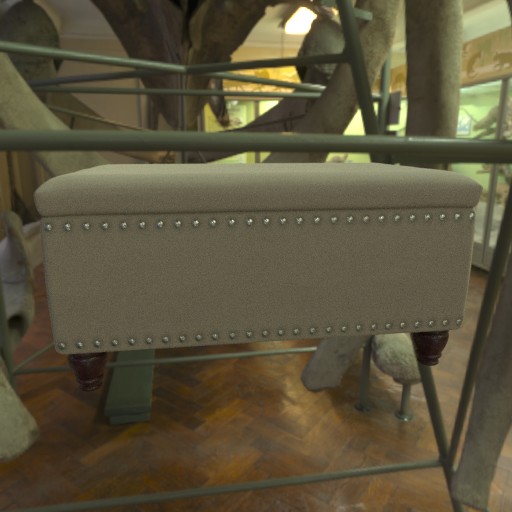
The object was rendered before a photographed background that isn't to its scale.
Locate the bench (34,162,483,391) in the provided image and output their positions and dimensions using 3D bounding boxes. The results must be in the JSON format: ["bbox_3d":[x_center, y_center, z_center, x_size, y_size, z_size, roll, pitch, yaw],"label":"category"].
[{"bbox_3d":[0.000,0.000,1.139,0.887,0.449,0.500,-2,15,-8],"label":"bench"}]
